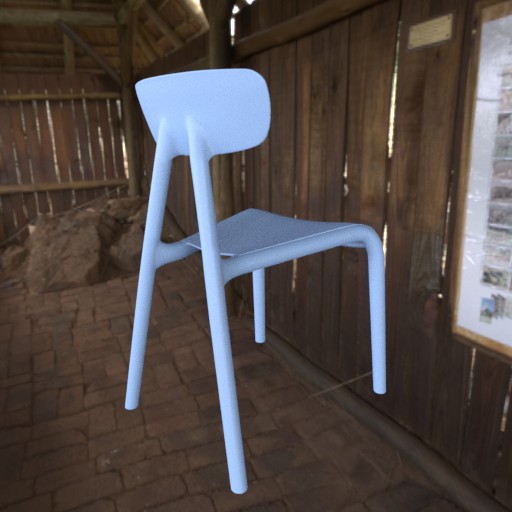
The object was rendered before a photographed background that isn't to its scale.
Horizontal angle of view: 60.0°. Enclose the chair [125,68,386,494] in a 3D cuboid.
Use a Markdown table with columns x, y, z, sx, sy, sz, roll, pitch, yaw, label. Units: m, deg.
| x | y | z | sx | sy | sz | roll | pitch | yaw | label |
| --- | --- | --- | --- | --- | --- | --- | --- | --- | --- |
| 0.000 | 0.000 | 0.804 | 0.356 | 0.580 | 0.401 | 14 | 20 | 42 | chair |
